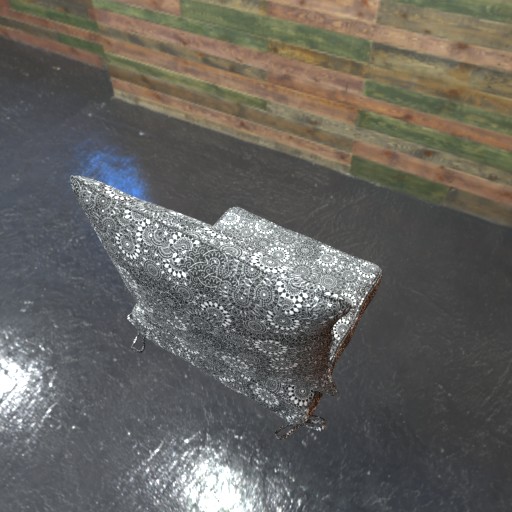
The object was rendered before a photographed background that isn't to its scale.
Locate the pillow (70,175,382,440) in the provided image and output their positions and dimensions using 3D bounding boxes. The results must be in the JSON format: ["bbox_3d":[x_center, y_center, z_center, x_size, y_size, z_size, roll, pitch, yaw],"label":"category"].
[{"bbox_3d":[0.000,0.000,1.403,0.798,0.722,0.740,24,52,20],"label":"pillow"}]
